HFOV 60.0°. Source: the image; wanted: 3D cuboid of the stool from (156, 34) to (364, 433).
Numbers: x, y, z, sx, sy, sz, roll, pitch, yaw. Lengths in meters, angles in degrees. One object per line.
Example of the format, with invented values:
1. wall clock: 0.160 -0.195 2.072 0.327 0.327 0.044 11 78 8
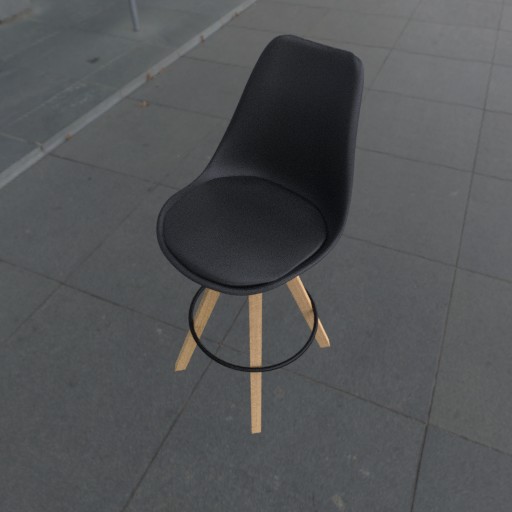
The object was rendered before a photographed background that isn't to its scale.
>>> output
1. stool: 0.000 0.000 1.365 0.485 1.115 0.550 30 53 26
